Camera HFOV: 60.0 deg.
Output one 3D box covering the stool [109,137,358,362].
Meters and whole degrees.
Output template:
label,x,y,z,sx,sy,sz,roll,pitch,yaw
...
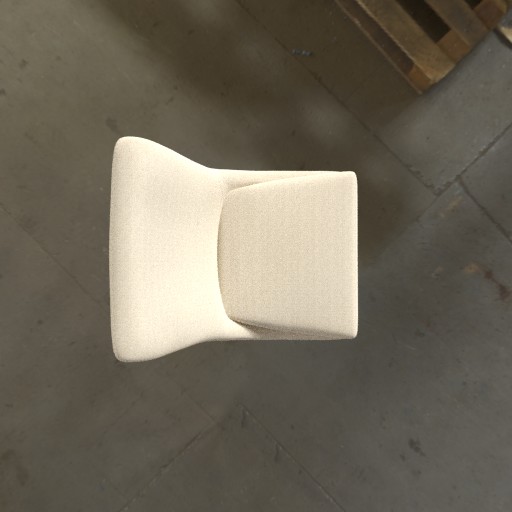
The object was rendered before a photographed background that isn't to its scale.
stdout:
label,x,y,z,sx,sy,sz,roll,pitch,yaw
stool,0.000,0.000,1.378,0.559,1.093,0.483,0,89,0
